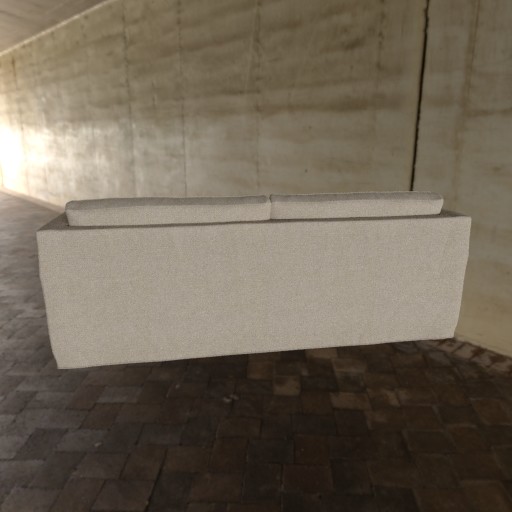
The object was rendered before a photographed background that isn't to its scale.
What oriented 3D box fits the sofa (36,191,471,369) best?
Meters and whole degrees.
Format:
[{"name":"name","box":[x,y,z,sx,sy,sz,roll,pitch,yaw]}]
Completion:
[{"name":"sofa","box":[0.000,0.000,2.763,2.296,0.847,0.956,-3,16,-9]}]
